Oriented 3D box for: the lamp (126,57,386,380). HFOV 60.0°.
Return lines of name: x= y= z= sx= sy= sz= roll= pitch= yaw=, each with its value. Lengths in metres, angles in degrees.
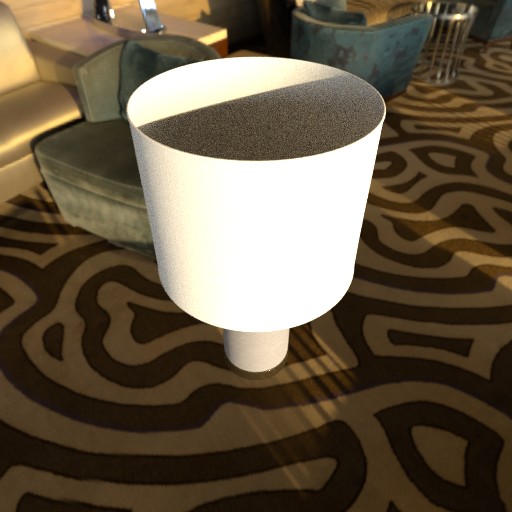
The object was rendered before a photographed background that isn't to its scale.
lamp: x=0.000 y=0.000 z=0.525 sx=0.229 sy=0.380 sz=0.229 roll=0 pitch=41 yaw=0
